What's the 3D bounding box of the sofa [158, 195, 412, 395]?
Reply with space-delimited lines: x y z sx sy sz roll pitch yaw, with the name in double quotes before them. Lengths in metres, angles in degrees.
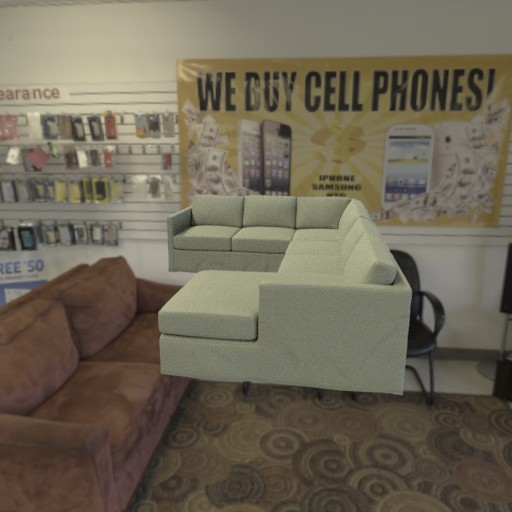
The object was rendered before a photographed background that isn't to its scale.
"sofa" 0.000 0.000 4.476 2.427 0.882 3.460 2 14 9
